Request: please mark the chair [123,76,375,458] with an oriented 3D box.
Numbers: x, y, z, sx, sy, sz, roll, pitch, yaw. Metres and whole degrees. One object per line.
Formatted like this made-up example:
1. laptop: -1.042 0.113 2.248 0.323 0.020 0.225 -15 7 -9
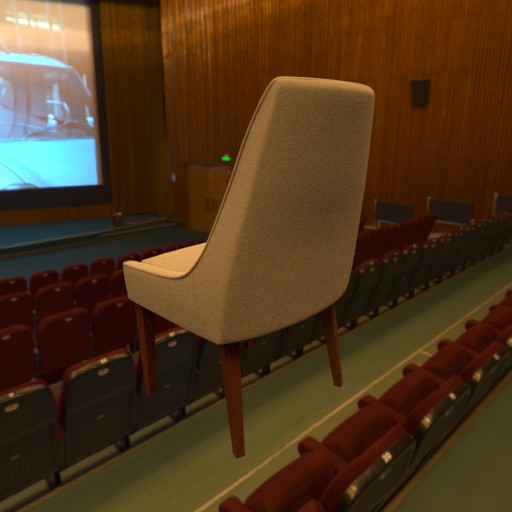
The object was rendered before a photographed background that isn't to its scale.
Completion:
1. chair: 0.000 0.000 1.214 0.544 0.861 0.529 15 22 42
